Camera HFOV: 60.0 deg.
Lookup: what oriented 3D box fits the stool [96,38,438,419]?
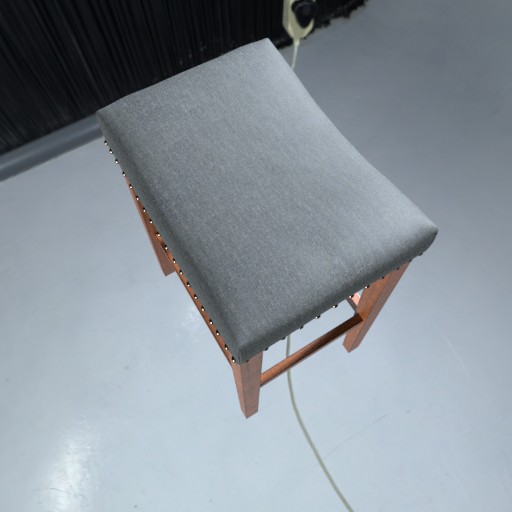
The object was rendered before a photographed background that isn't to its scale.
[{"bbox_3d":[0.000,0.000,0.856,0.320,0.612,0.439,-29,68,-13],"label":"stool"}]
